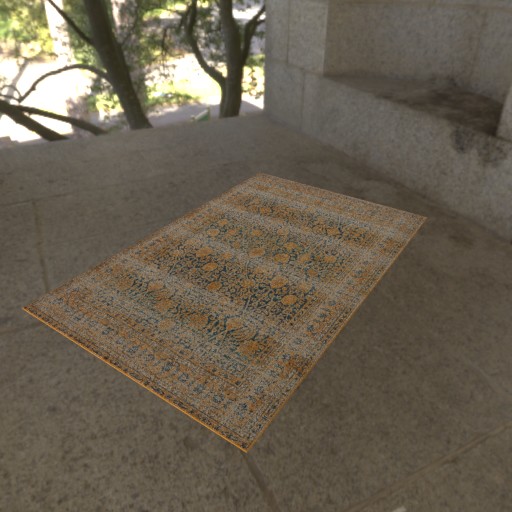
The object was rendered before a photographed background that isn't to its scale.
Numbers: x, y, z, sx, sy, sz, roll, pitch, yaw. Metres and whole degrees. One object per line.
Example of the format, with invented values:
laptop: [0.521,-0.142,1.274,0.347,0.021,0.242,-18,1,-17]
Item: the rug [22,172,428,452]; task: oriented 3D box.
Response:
rug: [0.000,0.000,2.891,1.525,0.007,2.336,21,39,28]
